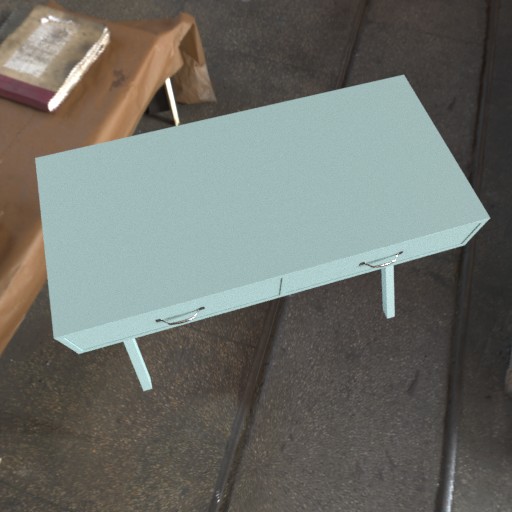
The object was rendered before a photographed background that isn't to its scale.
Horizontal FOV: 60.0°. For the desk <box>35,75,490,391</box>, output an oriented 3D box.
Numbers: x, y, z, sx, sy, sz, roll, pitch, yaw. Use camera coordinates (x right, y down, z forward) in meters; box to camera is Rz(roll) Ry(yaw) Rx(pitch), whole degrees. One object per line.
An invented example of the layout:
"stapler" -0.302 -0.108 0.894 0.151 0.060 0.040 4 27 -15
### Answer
"desk" 0.000 0.000 1.476 1.057 0.780 0.525 -15 66 -7
